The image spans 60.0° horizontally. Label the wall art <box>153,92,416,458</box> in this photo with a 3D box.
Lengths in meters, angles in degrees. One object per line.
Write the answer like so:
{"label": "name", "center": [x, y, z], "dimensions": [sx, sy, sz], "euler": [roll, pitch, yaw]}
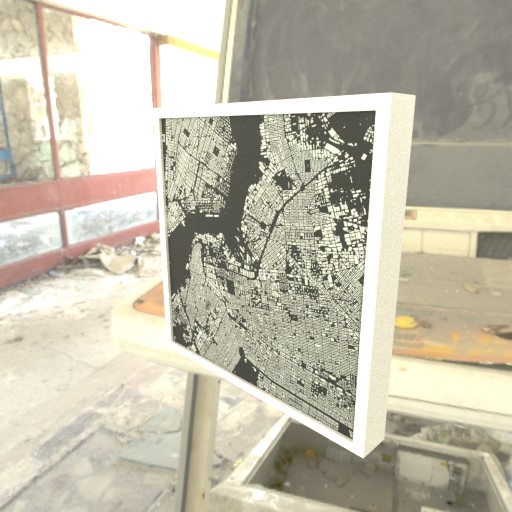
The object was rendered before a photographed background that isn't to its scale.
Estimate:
{"label": "wall art", "center": [0.000, 0.000, 0.467], "dimensions": [0.305, 0.305, 0.037], "euler": [15, 22, 43]}
